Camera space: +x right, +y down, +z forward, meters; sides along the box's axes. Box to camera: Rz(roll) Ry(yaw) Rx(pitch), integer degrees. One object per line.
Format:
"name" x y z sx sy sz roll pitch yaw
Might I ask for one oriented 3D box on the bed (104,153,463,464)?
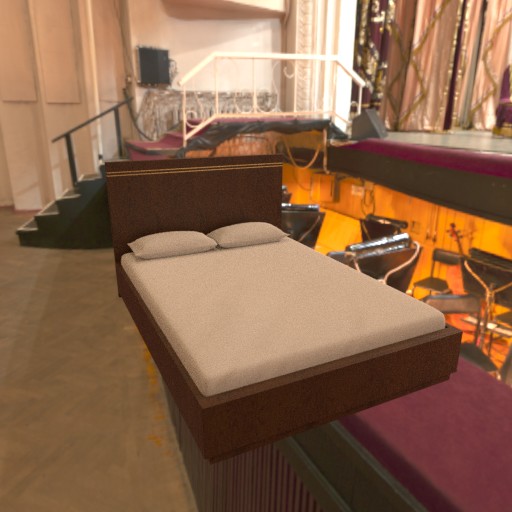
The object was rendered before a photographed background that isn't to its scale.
"bed" 0.000 0.000 3.126 1.613 1.169 2.221 -9 20 -25
